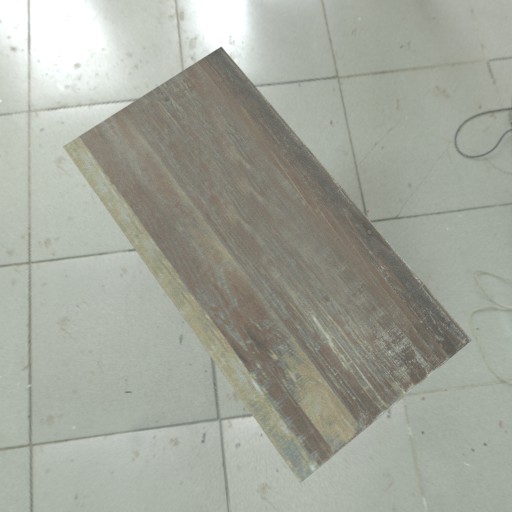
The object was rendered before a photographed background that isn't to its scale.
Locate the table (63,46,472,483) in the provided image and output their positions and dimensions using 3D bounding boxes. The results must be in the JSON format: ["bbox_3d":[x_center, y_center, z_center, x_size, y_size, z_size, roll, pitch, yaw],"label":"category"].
[{"bbox_3d":[0.000,0.000,1.383,0.554,0.399,1.088,-36,79,-8],"label":"table"}]
